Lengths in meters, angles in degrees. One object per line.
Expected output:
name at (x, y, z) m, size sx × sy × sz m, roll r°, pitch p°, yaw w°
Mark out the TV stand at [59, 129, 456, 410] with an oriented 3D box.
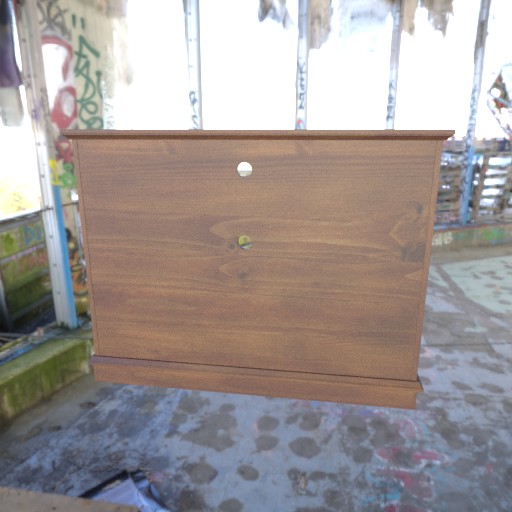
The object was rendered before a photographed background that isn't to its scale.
TV stand at (0.000, 0.000, 1.481) m, size 1.067 × 0.813 × 0.406 m, roll 2°, pitch 16°, yaw 8°
